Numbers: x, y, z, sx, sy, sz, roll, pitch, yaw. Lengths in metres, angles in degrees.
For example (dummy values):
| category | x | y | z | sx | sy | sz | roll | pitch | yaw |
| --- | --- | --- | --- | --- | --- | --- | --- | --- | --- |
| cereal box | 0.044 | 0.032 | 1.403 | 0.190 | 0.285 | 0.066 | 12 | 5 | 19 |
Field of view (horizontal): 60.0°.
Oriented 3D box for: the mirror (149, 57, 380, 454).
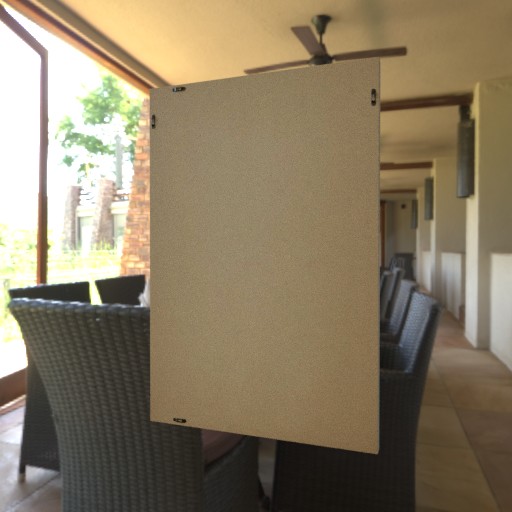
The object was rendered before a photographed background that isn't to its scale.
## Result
| category | x | y | z | sx | sy | sz | roll | pitch | yaw |
| --- | --- | --- | --- | --- | --- | --- | --- | --- | --- |
| mirror | 0.000 | 0.000 | 1.135 | 0.609 | 0.915 | 0.040 | 0 | 1 | 19 |
